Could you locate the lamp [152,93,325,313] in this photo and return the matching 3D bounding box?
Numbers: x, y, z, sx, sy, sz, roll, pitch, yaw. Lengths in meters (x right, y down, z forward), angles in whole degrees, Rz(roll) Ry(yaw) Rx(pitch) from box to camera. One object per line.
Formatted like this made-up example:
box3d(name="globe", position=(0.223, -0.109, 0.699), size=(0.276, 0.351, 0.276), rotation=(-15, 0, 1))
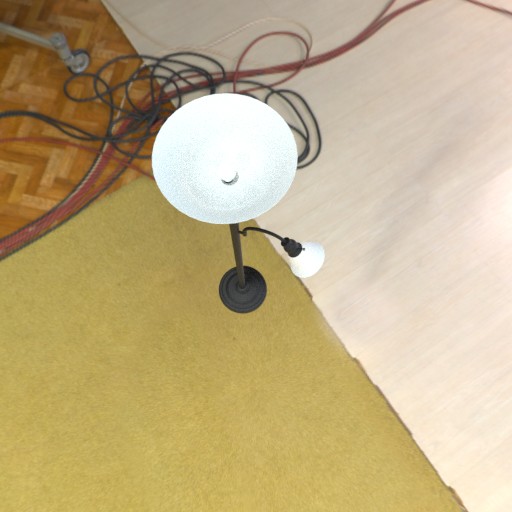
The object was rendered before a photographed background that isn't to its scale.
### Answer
box3d(name="lamp", position=(0.000, 0.000, 2.086), size=(0.588, 1.793, 0.405), rotation=(17, 74, 5))
